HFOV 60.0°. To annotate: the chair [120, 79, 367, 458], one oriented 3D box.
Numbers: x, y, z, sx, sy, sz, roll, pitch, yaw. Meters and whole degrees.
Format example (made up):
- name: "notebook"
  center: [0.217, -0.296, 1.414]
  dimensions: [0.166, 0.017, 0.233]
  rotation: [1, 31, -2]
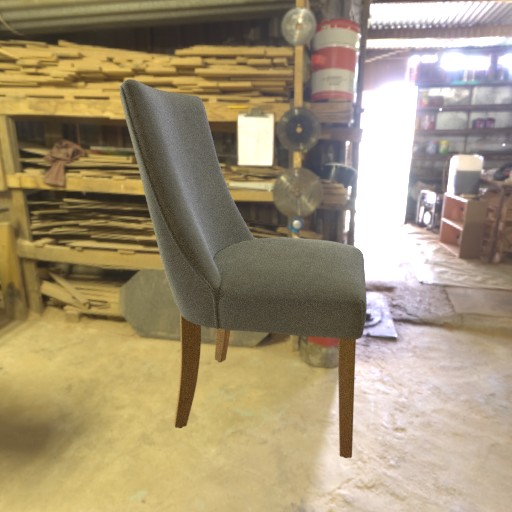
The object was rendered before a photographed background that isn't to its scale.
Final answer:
- name: "chair"
  center: [0.000, 0.000, 1.256]
  dimensions: [0.610, 0.902, 0.495]
  rotation: [3, 15, 12]
